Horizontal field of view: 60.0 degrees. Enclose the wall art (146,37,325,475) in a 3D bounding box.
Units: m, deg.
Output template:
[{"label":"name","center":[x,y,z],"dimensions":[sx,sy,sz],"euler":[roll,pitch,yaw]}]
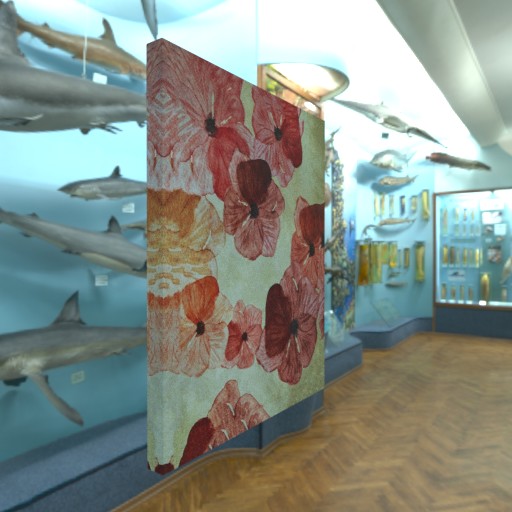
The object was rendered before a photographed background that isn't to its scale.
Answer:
[{"label":"wall art","center":[0.000,0.000,0.685],"dimensions":[0.028,0.508,0.406],"euler":[0,1,36]}]
